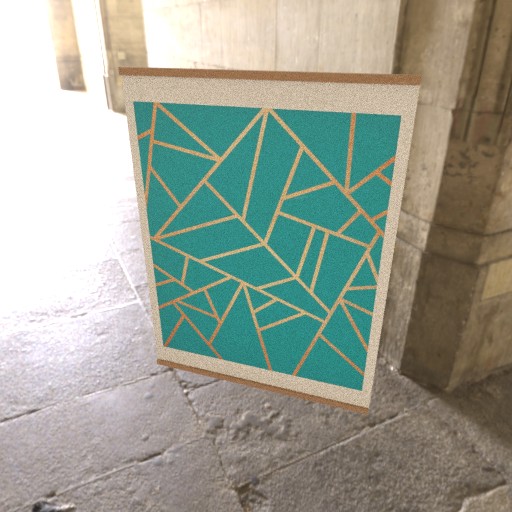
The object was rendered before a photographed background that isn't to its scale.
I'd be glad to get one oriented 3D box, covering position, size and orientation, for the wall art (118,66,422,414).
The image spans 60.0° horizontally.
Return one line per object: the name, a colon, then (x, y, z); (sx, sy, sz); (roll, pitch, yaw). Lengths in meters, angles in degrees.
wall art: (0.000, 0.000, 0.786); (0.459, 0.608, 0.012); (9, 28, 16)
